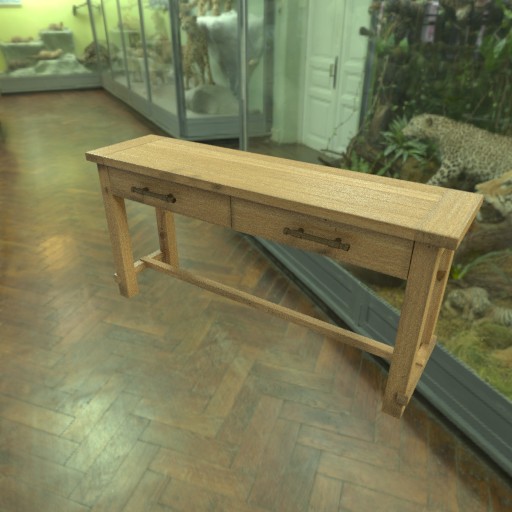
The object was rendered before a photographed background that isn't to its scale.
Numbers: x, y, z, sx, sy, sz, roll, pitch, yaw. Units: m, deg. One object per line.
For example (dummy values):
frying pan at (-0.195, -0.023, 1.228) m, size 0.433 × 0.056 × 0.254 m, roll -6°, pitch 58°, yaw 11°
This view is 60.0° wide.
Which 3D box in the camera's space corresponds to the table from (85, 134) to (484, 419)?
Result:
table at (0.000, 0.000, 1.935) m, size 1.599 × 0.762 × 0.442 m, roll 18°, pitch 33°, yaw 29°
